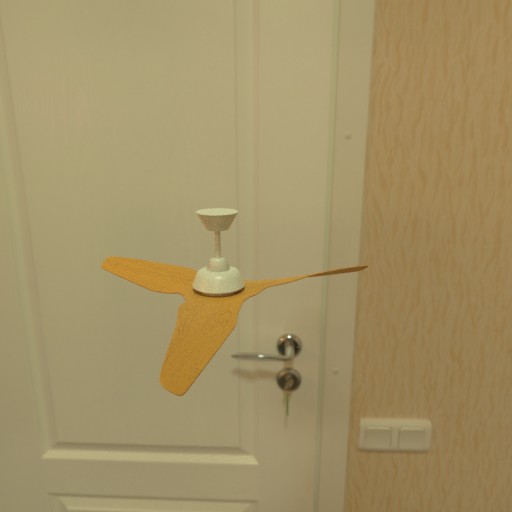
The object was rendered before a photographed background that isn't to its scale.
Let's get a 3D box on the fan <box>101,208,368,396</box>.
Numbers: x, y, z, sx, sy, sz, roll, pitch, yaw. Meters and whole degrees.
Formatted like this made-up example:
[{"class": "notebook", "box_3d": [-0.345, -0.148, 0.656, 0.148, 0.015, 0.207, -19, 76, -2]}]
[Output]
[{"class": "fan", "box_3d": [0.000, 0.000, 1.631, 1.010, 0.355, 1.142, -7, 17, -25]}]
